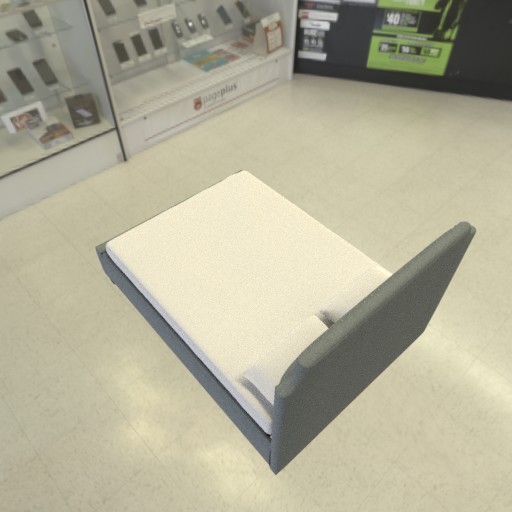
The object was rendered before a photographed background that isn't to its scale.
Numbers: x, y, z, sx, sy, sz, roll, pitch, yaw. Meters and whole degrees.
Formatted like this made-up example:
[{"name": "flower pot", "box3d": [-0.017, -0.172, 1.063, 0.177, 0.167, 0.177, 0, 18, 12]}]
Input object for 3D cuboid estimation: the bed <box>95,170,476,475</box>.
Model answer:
[{"name": "bed", "box3d": [0.000, 0.000, 3.444, 1.712, 1.443, 2.372, -33, 56, -26]}]
